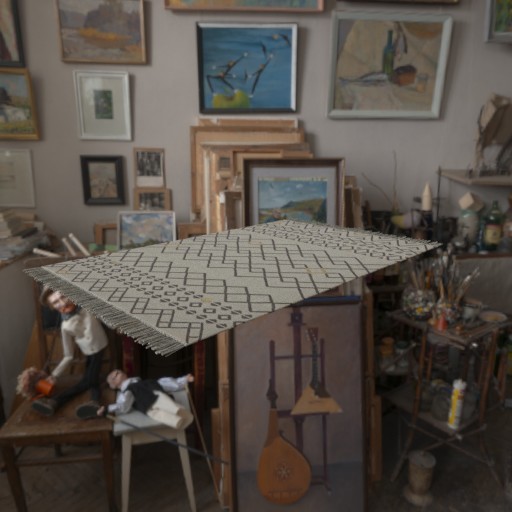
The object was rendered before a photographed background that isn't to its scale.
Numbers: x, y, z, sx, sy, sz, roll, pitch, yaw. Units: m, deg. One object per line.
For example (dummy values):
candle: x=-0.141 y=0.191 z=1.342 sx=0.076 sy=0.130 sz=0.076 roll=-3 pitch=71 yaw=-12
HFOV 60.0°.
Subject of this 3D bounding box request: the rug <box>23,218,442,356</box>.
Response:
rug: x=0.000 y=0.000 z=2.964 sx=2.472 sy=0.035 sz=1.495 roll=-15 pitch=21 yaw=-43
